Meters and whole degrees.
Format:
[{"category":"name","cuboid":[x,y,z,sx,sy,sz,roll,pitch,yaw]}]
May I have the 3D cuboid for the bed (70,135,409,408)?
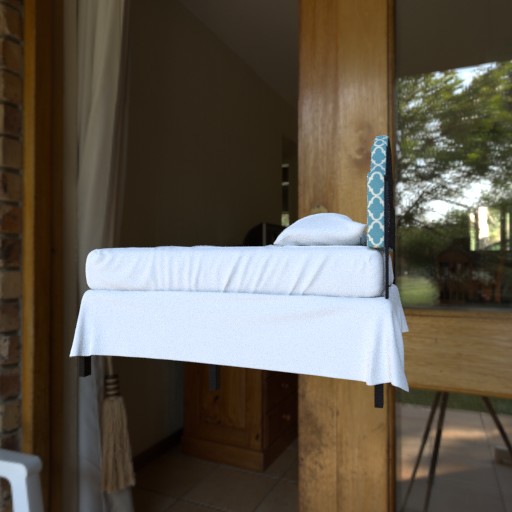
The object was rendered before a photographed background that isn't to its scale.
[{"category":"bed","cuboid":[0.000,0.000,3.401,2.222,1.633,1.780,0,0,19]}]
